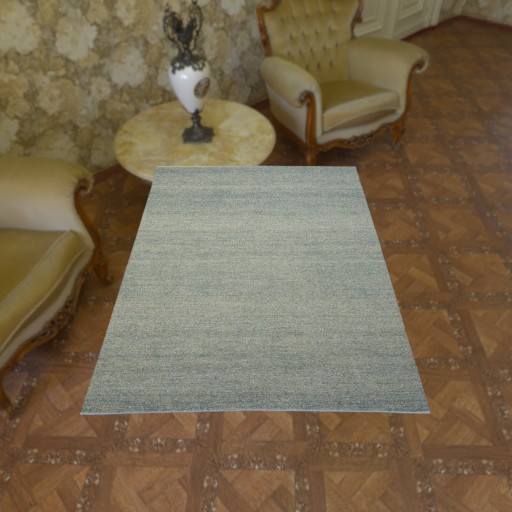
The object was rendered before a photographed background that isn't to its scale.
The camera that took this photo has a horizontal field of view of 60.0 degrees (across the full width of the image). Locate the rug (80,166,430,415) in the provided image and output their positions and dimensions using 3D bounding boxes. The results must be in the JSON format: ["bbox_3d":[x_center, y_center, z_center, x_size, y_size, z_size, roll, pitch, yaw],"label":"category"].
[{"bbox_3d":[0.000,0.000,4.275,2.461,0.046,3.237,0,43,0],"label":"rug"}]
